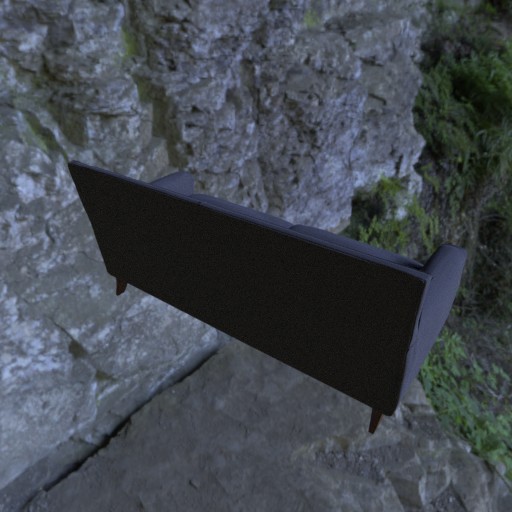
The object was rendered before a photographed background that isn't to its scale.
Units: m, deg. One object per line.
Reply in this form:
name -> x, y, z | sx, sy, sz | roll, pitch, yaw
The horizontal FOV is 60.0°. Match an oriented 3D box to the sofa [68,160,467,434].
sofa -> 0.000, 0.000, 2.434 | 2.002, 0.907, 0.843 | 20, 36, 31
